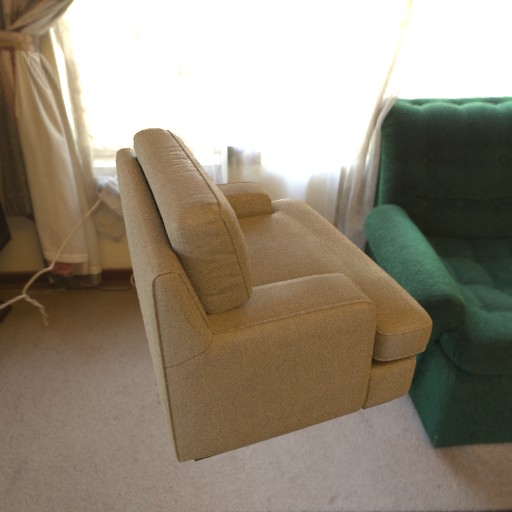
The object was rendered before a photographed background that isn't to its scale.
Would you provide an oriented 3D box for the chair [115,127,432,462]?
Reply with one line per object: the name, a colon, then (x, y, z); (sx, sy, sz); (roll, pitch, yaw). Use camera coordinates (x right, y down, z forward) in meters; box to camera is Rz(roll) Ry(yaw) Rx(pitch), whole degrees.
chair: (0.000, 0.000, 1.979); (1.043, 0.974, 1.270); (-10, 32, -17)
